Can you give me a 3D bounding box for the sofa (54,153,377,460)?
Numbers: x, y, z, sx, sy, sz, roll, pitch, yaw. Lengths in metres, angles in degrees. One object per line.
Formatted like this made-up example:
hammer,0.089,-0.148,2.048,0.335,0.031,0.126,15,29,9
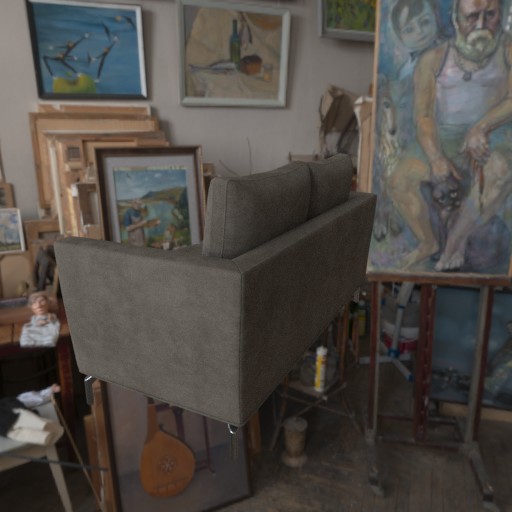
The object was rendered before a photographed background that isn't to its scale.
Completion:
sofa,0.000,0.000,2.365,0.855,1.013,1.832,8,19,26
